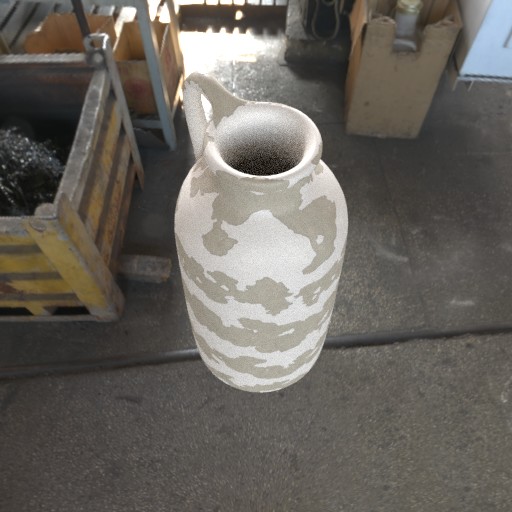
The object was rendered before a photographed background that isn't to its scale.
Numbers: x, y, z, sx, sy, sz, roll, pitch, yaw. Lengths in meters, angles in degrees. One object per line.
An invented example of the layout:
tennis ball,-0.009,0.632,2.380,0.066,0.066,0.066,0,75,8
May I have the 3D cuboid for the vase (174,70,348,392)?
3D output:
vase,0.000,0.000,0.490,0.186,0.382,0.203,-34,63,-19
